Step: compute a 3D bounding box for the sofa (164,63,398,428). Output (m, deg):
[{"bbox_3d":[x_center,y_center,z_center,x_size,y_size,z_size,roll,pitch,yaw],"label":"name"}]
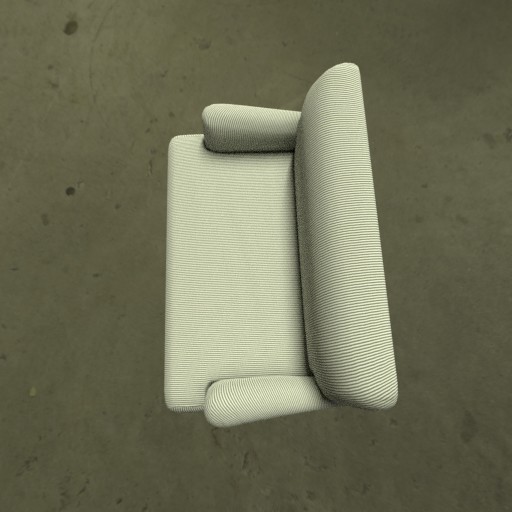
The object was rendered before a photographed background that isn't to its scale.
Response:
[{"bbox_3d":[0.000,0.000,1.826,0.779,0.889,1.297,-2,74,-1],"label":"sofa"}]
